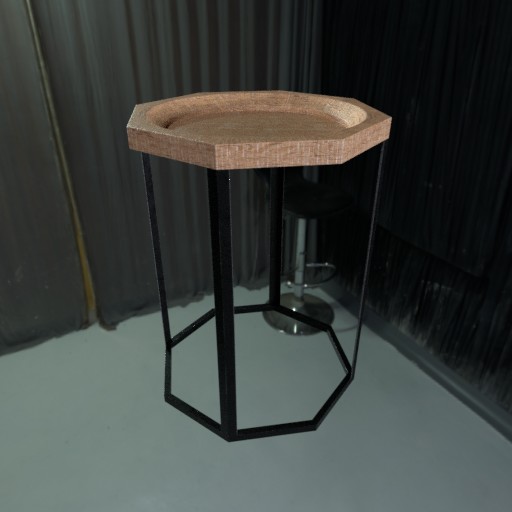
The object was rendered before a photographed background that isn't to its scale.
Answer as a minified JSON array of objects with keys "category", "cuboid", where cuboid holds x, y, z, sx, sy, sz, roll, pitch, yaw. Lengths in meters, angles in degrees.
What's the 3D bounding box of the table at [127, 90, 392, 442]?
[{"category":"table","cuboid":[0.000,0.000,0.872,0.437,0.553,0.437,-17,33,-27]}]
